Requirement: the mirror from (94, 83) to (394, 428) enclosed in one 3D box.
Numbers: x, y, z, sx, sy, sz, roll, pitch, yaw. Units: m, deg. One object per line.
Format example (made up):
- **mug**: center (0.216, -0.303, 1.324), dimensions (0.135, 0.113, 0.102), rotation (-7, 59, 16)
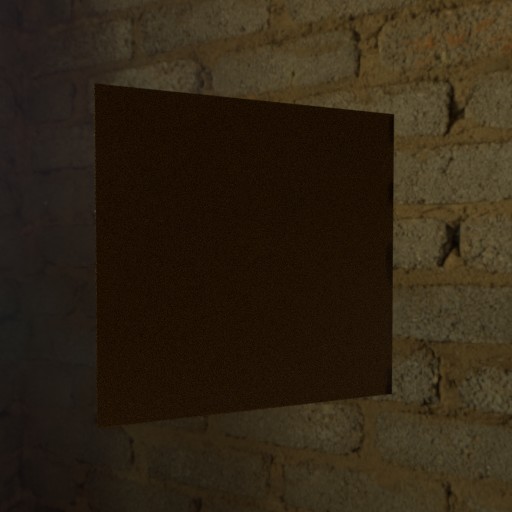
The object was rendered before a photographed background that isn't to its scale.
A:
- **mirror**: center (0.000, 0.000, 0.747), dimensions (0.509, 0.507, 0.042), rotation (0, 1, -17)
